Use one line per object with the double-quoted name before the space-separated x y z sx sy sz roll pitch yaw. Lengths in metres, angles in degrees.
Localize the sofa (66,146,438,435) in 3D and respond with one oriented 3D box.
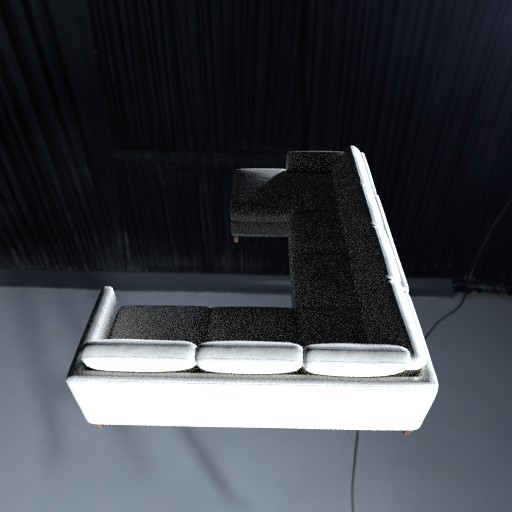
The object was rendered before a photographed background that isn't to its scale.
"sofa" 0.000 0.000 4.328 2.551 0.853 3.238 1 41 1
